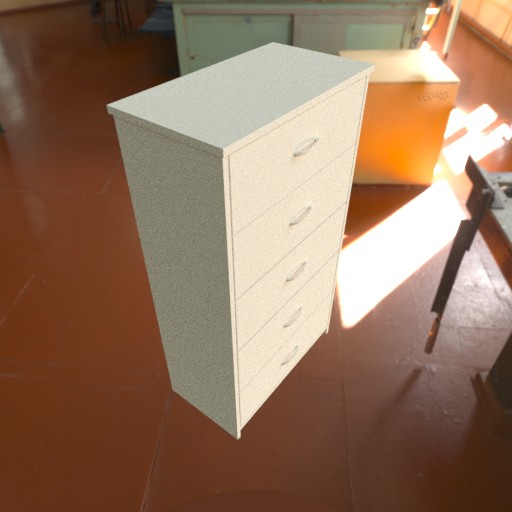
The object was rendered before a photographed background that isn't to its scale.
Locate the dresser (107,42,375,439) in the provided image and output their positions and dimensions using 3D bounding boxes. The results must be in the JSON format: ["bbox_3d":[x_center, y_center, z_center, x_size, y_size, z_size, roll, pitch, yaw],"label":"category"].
[{"bbox_3d":[0.000,0.000,1.630,0.399,1.255,0.704,27,47,28],"label":"dresser"}]
